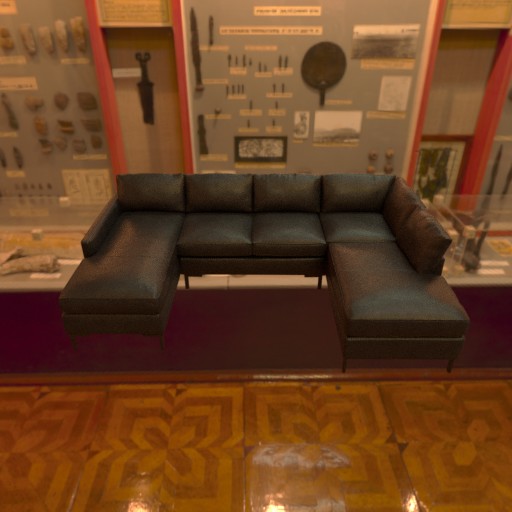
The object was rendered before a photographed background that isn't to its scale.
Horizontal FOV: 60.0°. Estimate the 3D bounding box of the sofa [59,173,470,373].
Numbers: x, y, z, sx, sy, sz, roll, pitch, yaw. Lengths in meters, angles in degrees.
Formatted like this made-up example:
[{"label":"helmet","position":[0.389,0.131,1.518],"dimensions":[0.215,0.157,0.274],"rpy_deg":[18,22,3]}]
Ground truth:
[{"label":"sofa","position":[0.000,0.000,3.865],"dimensions":[2.956,0.900,1.939],"rpy_deg":[0,31,0]}]
